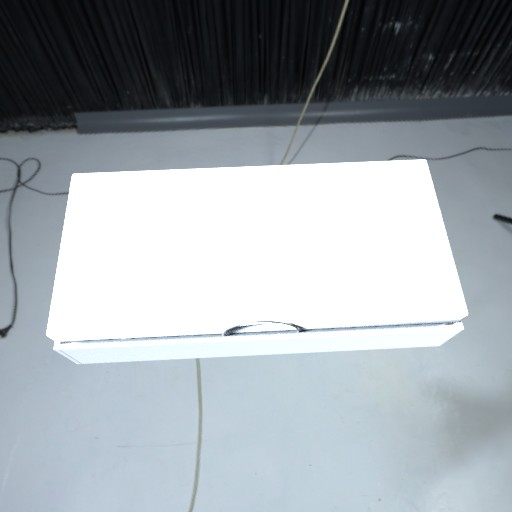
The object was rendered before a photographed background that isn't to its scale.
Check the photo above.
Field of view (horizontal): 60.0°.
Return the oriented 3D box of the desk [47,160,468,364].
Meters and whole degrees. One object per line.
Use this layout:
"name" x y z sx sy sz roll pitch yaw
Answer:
"desk" 0.000 0.000 2.283 1.900 0.526 0.900 -3 64 -1
